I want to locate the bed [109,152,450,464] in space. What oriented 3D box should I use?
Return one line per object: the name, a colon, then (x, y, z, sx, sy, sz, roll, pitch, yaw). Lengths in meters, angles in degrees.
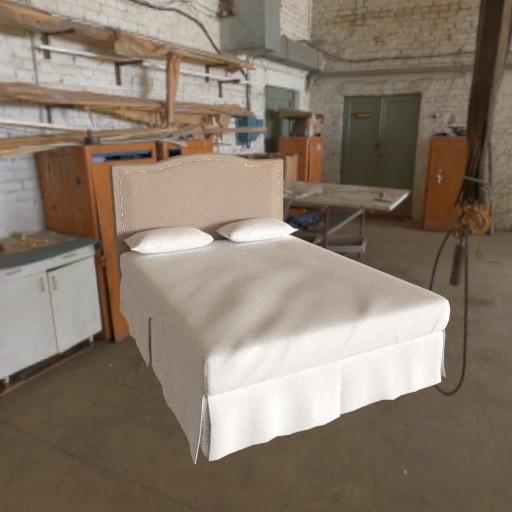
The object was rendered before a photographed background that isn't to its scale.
bed: (0.000, 0.000, 3.397, 1.821, 1.436, 2.282, -8, 18, -26)
